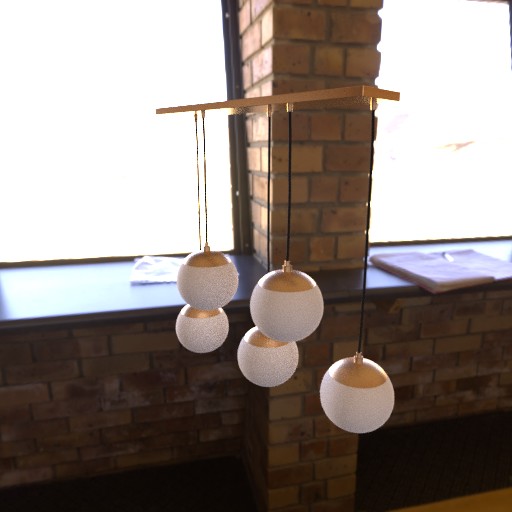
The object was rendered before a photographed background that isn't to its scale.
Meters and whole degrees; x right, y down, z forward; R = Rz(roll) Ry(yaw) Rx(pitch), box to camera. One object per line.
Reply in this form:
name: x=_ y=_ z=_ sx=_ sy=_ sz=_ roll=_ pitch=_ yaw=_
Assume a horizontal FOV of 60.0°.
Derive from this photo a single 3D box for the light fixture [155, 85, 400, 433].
light fixture: x=0.000 y=0.000 z=1.316 sx=0.863 sy=0.869 sz=0.299 roll=13 pitch=19 yaw=43
